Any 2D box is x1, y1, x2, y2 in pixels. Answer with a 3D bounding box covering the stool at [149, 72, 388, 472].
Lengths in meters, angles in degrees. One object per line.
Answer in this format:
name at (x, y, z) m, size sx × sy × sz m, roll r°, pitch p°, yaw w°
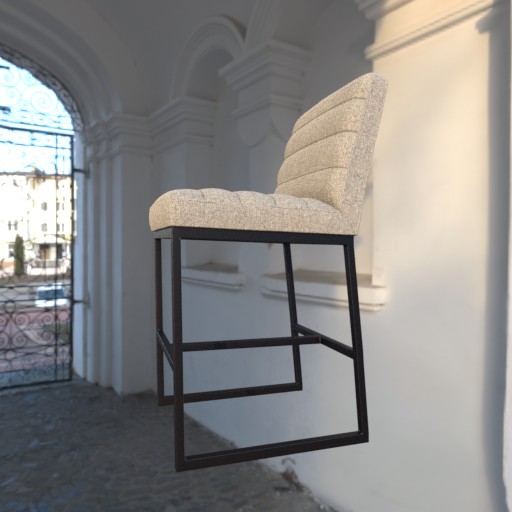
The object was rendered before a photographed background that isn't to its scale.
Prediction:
stool at (0.000, 0.000, 1.250) m, size 0.560 × 0.940 × 0.460 m, roll -1°, pitch 2°, yaw -18°
